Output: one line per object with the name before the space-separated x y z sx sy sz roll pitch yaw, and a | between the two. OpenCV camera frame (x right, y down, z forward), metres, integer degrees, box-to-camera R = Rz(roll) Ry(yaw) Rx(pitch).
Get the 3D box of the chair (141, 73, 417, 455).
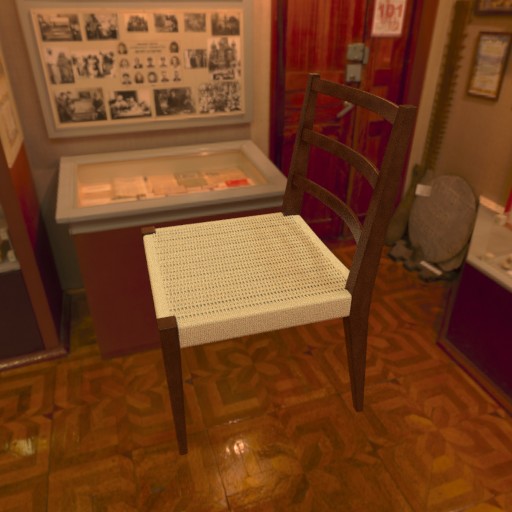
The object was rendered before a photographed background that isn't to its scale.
chair | 0.000 0.000 1.156 0.551 0.813 0.480 -9 31 -14
